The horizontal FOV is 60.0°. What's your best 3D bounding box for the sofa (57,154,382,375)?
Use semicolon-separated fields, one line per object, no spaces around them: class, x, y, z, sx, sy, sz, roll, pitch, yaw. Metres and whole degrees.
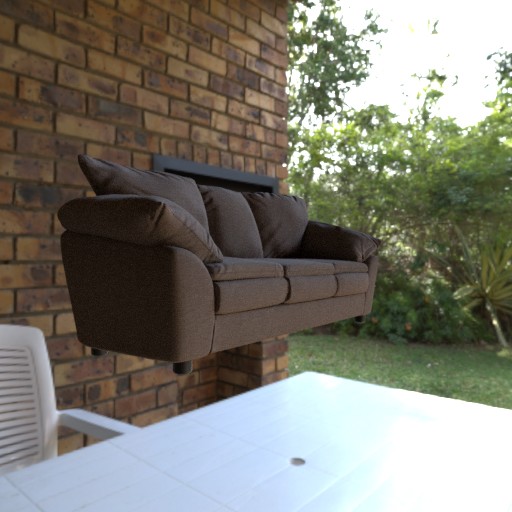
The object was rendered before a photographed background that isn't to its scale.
sofa;0.000;0.000;2.927;0.927;1.043;2.390;0;0;36
